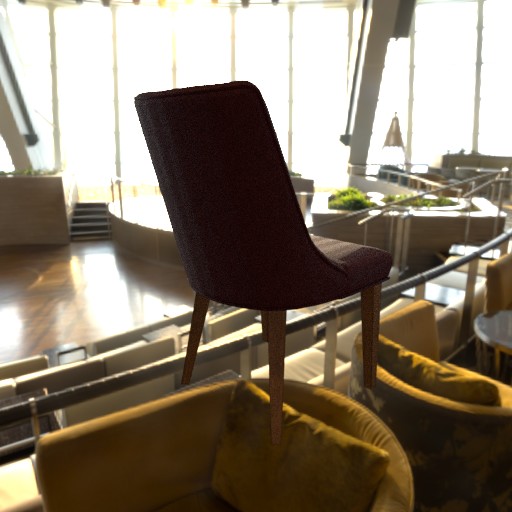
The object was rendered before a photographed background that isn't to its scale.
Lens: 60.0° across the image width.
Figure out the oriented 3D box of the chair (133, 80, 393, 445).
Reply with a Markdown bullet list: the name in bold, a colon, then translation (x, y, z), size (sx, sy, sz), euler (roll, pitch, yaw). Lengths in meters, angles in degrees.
- **chair**: translation (0.000, 0.000, 1.314), size (0.638, 0.916, 0.548), euler (-14, 21, -42)
